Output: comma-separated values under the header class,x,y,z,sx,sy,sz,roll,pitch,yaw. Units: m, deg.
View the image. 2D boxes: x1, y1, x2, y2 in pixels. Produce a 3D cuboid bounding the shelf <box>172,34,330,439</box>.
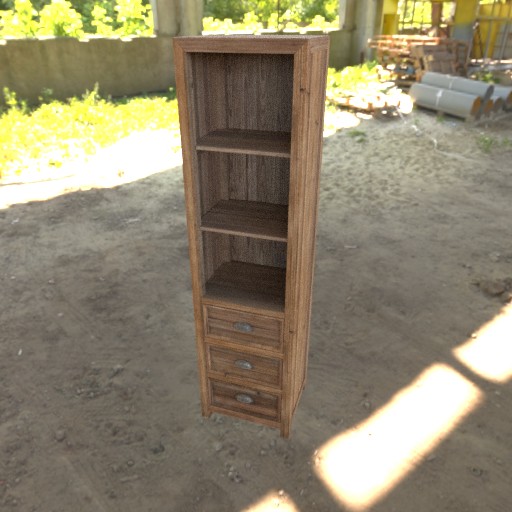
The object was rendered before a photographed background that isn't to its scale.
class,x,y,z,sx,sy,sz,roll,pitch,yaw
shelf,0.000,0.000,2.138,0.500,1.900,0.428,9,29,16
